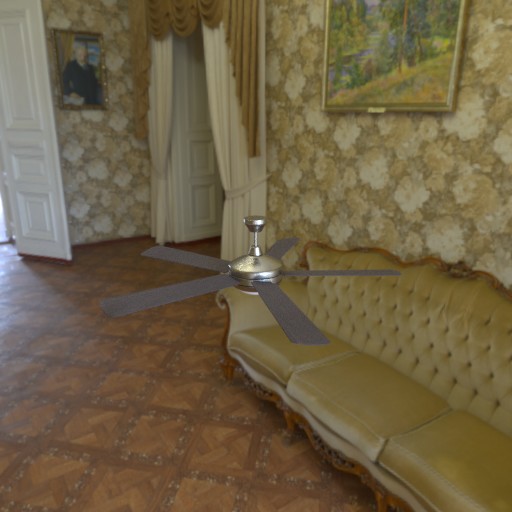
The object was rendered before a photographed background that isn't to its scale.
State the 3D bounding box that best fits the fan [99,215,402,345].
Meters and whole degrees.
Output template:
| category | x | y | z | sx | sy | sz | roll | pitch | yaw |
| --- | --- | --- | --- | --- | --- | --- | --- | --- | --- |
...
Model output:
| category | x | y | z | sx | sy | sz | roll | pitch | yaw |
| --- | --- | --- | --- | --- | --- | --- | --- | --- | --- |
| fan | 0.000 | 0.000 | 2.027 | 1.321 | 0.356 | 1.321 | 3 | 17 | 8 |
